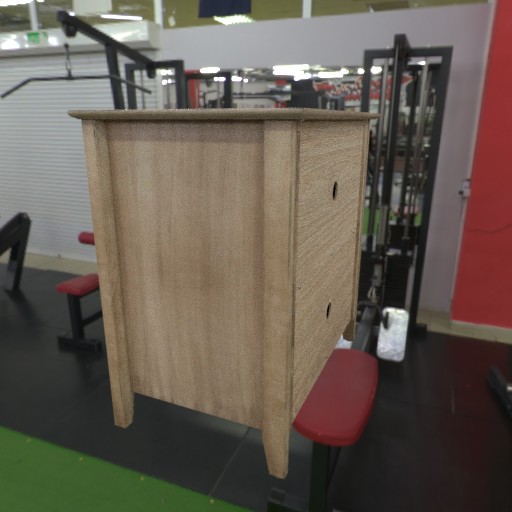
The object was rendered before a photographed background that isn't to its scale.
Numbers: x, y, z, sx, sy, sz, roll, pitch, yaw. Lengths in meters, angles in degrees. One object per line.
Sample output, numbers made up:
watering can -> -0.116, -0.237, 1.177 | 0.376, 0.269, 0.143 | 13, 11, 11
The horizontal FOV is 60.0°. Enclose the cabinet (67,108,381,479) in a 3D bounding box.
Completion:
cabinet -> 0.000, 0.000, 1.235 | 0.503, 0.762, 0.763 | 7, 19, 23
